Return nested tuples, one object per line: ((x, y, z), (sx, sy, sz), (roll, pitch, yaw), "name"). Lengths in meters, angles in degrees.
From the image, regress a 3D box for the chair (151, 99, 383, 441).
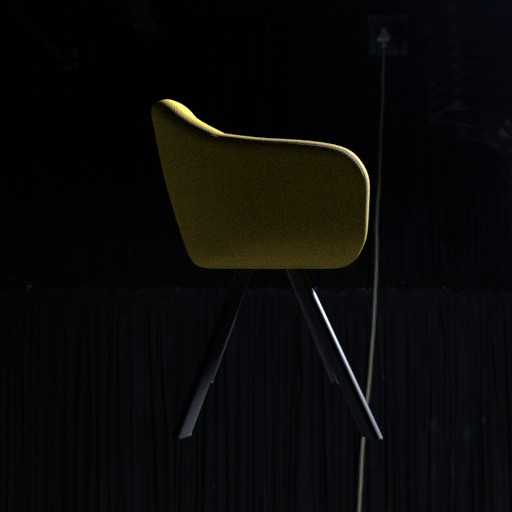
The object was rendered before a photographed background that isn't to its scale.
((0.000, 0.000, 1.198), (0.550, 0.795, 0.590), (0, -1, 1), "chair")
